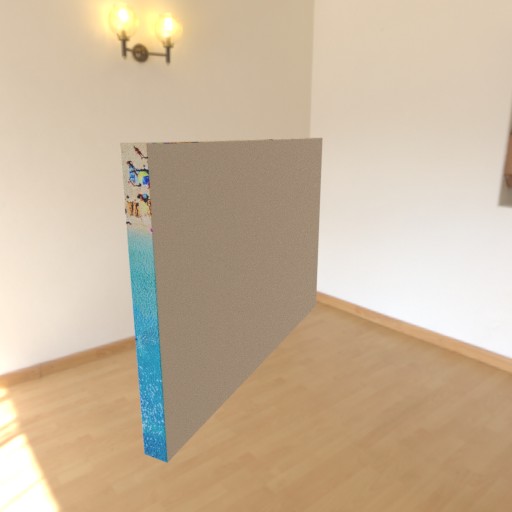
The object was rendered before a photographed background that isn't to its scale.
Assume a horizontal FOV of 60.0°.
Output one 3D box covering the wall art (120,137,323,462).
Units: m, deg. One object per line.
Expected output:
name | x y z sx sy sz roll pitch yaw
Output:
wall art | 0.000 0.000 1.169 0.057 0.595 0.894 7 17 25
